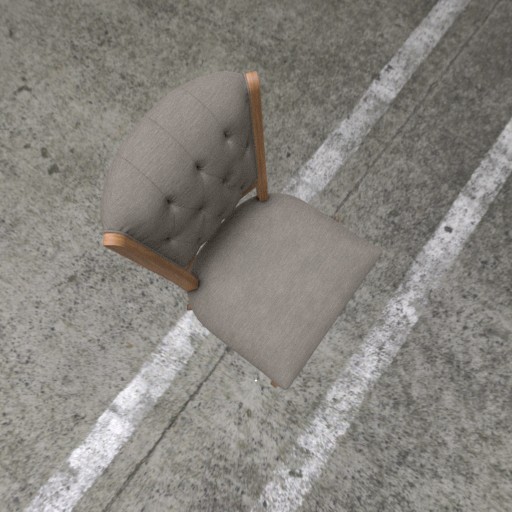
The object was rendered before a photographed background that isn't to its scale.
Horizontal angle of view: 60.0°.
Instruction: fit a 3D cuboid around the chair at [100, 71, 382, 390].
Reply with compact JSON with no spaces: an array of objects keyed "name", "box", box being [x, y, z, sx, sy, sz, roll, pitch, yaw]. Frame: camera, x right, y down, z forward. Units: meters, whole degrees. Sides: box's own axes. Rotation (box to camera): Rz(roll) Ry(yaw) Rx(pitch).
[{"name":"chair","box":[0.000,0.000,1.279,0.584,0.905,0.513,36,77,9]}]
